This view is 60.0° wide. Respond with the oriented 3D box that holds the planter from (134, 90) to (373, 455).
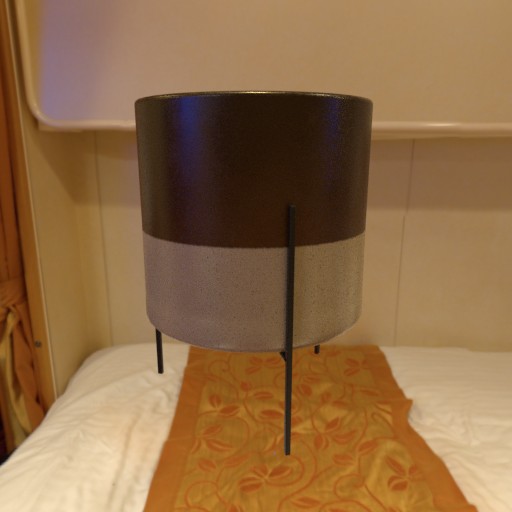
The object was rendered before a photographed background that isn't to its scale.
[{"bbox_3d":[0.000,0.000,0.713,0.354,0.465,0.345,-14,20,-43],"label":"planter"}]
